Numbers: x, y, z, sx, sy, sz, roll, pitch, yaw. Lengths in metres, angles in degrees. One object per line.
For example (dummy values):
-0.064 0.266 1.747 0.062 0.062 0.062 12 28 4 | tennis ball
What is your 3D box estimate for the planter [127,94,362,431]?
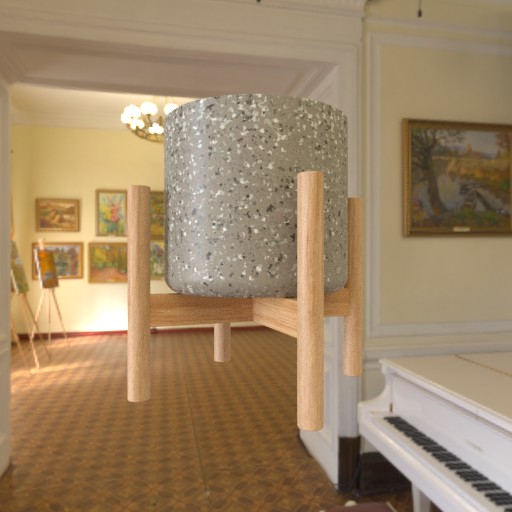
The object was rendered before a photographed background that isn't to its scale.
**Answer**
0.000 0.000 0.548 0.284 0.320 0.284 0 0 1 | planter
